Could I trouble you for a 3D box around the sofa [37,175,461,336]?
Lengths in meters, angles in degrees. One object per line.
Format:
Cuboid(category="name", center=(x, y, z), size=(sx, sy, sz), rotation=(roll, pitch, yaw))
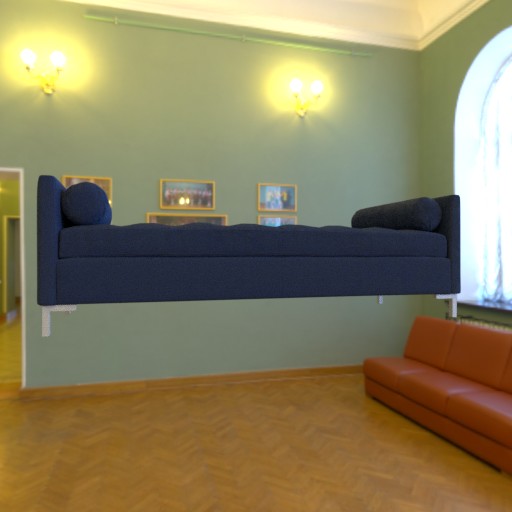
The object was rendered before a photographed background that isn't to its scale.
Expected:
Cuboid(category="sofa", center=(0.000, 0.000, 2.453), size=(2.102, 0.657, 0.797), rotation=(0, 0, -17))
